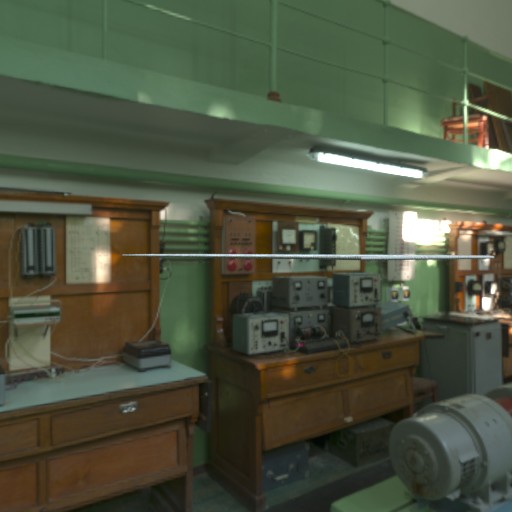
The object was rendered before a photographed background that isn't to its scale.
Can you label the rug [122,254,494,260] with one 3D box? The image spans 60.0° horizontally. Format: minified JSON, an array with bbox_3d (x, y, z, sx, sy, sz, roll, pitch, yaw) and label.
[{"bbox_3d":[0.000,0.000,2.711,0.855,0.017,2.452,0,0,-35],"label":"rug"}]
